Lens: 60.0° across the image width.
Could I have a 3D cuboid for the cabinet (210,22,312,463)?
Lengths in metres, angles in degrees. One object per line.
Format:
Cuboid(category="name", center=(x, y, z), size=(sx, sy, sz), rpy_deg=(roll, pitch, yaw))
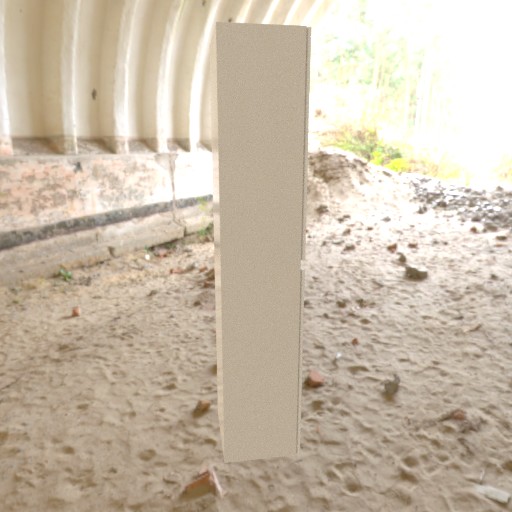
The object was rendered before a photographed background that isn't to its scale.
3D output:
Cuboid(category="cabinet", center=(0.000, 0.000, 1.542), size=(0.270, 1.400, 0.300), rpy_deg=(-2, 14, -9))
